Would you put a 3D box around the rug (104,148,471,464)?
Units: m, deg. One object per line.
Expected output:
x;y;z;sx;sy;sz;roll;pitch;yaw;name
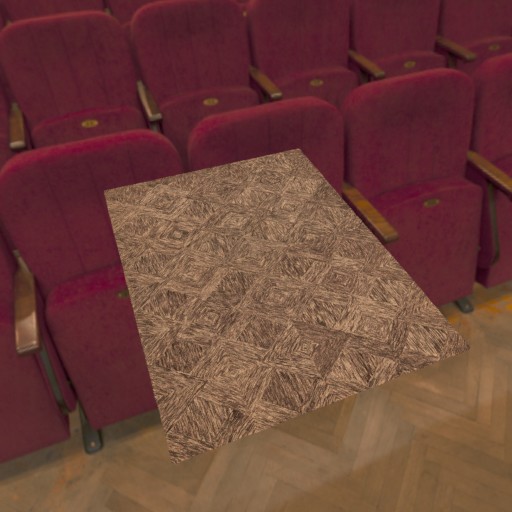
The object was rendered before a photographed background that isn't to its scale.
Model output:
0.000;0.000;4.269;2.448;0.017;3.204;-16;47;-15;rug
